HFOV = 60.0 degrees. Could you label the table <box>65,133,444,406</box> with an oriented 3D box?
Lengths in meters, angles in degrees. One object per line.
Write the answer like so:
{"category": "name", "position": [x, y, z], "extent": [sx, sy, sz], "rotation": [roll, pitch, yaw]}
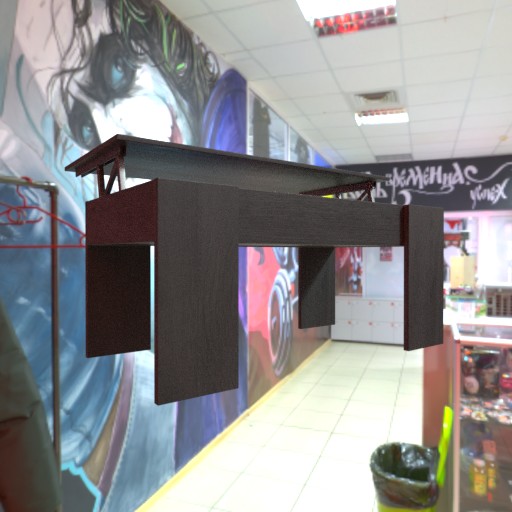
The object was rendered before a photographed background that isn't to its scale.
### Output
{"category": "table", "position": [0.000, 0.000, 1.430], "extent": [1.000, 0.570, 0.711], "rotation": [0, 1, -36]}
